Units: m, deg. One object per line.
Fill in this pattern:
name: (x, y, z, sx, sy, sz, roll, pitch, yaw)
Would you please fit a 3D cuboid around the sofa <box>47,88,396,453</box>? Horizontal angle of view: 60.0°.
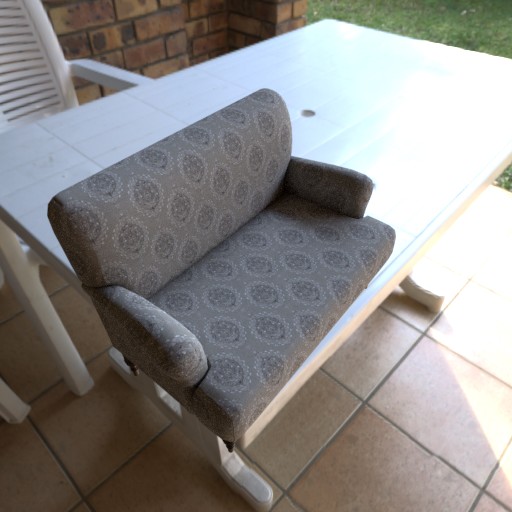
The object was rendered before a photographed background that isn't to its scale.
sofa: (0.000, 0.000, 1.836, 0.779, 0.889, 1.297, 28, 49, 27)
